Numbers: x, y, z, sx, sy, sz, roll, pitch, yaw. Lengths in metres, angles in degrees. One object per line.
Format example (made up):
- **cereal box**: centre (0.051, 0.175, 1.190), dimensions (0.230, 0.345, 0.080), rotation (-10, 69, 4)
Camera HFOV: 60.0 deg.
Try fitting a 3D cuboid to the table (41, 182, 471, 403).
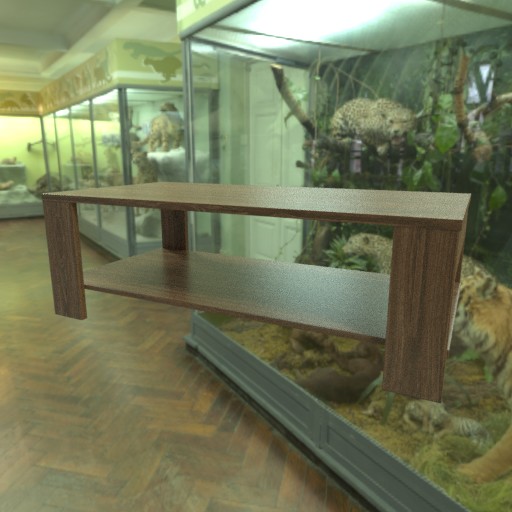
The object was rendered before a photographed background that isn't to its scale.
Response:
- **table**: centre (0.000, 0.000, 1.430), dimensions (1.200, 0.400, 0.600), rotation (7, 15, 26)
